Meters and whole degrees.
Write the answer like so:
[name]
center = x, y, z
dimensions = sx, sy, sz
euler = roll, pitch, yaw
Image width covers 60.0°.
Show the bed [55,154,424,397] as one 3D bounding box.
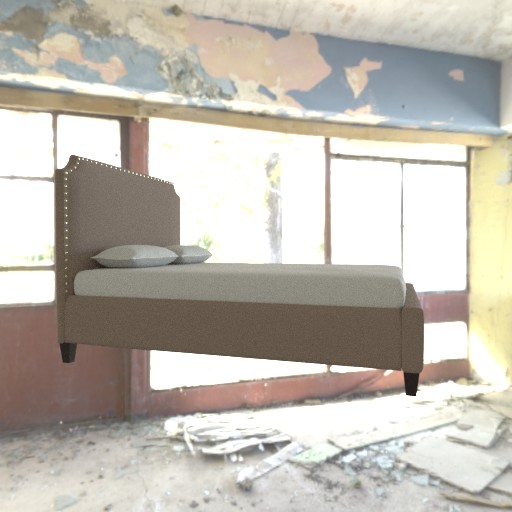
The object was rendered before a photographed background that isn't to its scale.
[bed]
center = 0.000, 0.000, 3.447
dimensions = 2.372, 1.443, 1.713
euler = 0, 1, 18
